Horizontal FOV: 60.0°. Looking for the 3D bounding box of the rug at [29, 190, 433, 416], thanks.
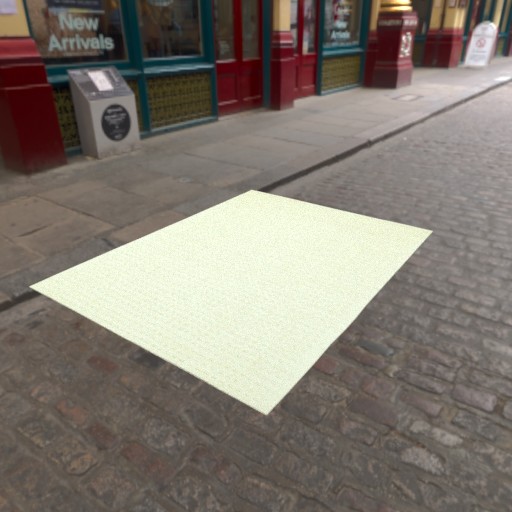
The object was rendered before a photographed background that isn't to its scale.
[{"bbox_3d":[0.000,0.000,4.287,2.452,0.016,3.204,18,32,31],"label":"rug"}]
